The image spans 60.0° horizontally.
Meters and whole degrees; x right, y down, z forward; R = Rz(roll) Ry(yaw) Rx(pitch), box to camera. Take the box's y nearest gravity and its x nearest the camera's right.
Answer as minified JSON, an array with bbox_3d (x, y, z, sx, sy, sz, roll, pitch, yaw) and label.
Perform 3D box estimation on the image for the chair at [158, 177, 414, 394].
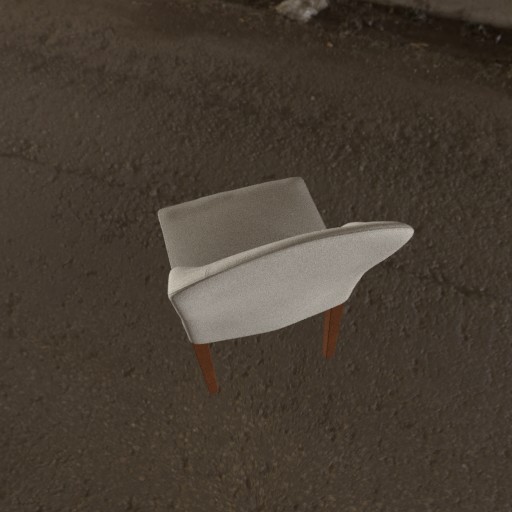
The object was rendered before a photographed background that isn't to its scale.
[{"bbox_3d":[0.000,0.000,1.226,0.472,0.893,0.540,-15,59,-9],"label":"chair"}]
